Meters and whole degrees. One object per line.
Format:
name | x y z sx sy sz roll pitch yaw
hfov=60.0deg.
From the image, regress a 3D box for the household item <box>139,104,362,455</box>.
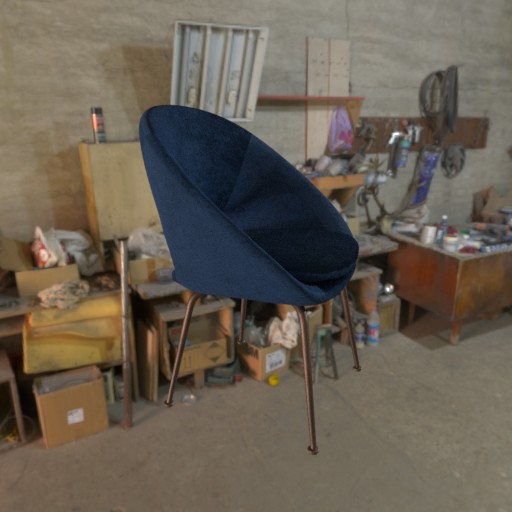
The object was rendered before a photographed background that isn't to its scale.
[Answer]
household item | 0.000 0.000 1.300 0.573 0.852 0.623 8 17 25
